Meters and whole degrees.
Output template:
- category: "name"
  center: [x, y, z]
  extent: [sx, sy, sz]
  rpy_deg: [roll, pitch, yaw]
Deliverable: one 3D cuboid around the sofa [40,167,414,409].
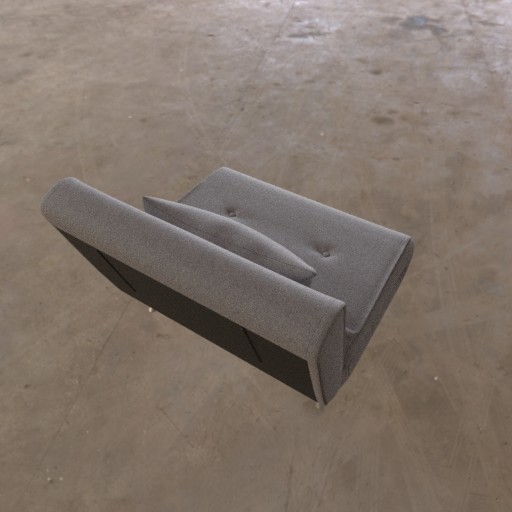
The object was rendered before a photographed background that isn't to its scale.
- category: "sofa"
  center: [0.000, 0.000, 1.754]
  extent: [1.020, 0.825, 1.000]
  rpy_deg: [24, 50, 23]
